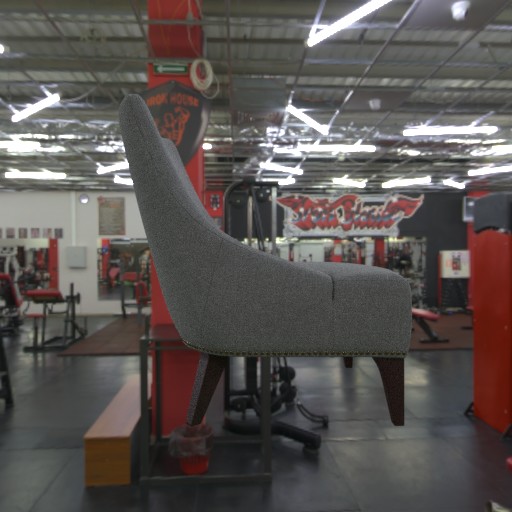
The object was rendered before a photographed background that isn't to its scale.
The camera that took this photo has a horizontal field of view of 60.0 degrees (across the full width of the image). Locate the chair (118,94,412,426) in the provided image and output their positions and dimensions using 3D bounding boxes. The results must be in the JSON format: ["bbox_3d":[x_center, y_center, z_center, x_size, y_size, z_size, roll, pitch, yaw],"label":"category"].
[{"bbox_3d":[0.000,0.000,1.497,0.861,0.909,0.701,0,0,-1],"label":"chair"}]
